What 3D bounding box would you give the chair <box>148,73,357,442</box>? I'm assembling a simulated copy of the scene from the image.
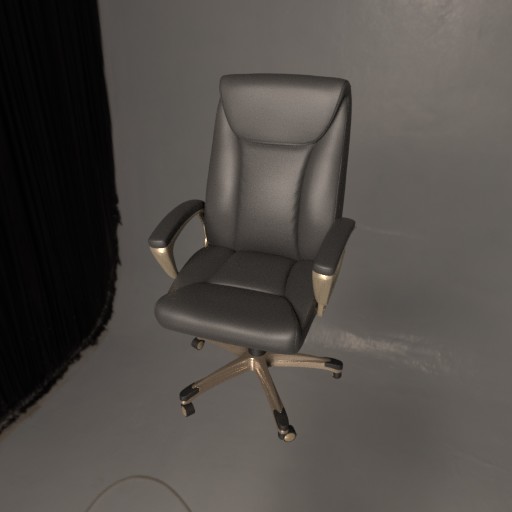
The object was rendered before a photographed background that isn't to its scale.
[{"bbox_3d":[0.000,0.000,1.619,0.694,1.188,0.748,9,29,16],"label":"chair"}]
